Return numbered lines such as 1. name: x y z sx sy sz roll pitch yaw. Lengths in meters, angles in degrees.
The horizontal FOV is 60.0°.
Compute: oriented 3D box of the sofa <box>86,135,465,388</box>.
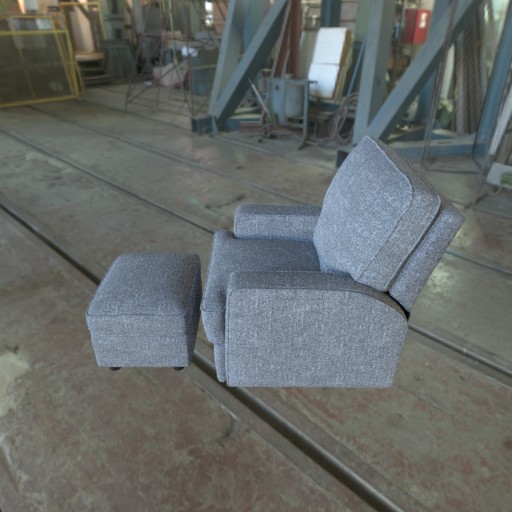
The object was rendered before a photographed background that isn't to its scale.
1. sofa: 0.000 0.000 2.042 1.472 0.959 0.861 0 29 0
